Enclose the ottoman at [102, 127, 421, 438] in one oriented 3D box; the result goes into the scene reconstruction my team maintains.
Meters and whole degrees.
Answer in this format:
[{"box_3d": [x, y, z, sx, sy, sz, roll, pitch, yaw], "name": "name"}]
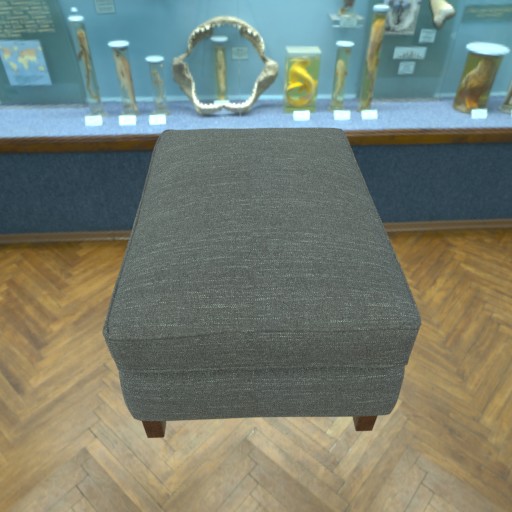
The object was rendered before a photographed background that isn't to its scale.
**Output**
[{"box_3d": [0.000, 0.000, 0.976, 0.508, 0.406, 0.686, -1, 41, -1], "name": "ottoman"}]
